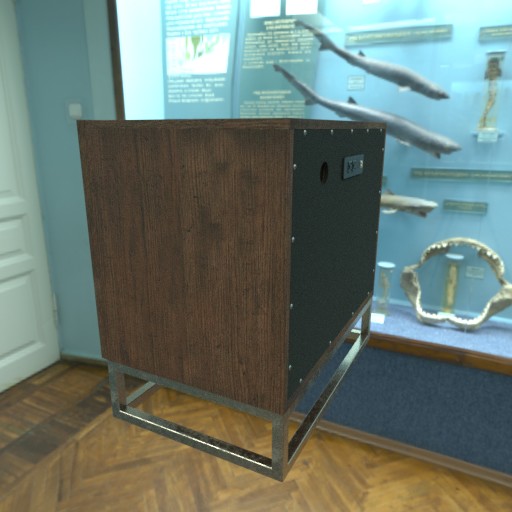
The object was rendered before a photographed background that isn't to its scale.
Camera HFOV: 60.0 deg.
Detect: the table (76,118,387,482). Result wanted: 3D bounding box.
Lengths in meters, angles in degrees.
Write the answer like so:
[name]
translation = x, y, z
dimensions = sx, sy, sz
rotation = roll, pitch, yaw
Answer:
[table]
translation = 0.000, 0.000, 1.283
dimensions = 0.542, 0.746, 0.767
rotation = 8, 18, 26
